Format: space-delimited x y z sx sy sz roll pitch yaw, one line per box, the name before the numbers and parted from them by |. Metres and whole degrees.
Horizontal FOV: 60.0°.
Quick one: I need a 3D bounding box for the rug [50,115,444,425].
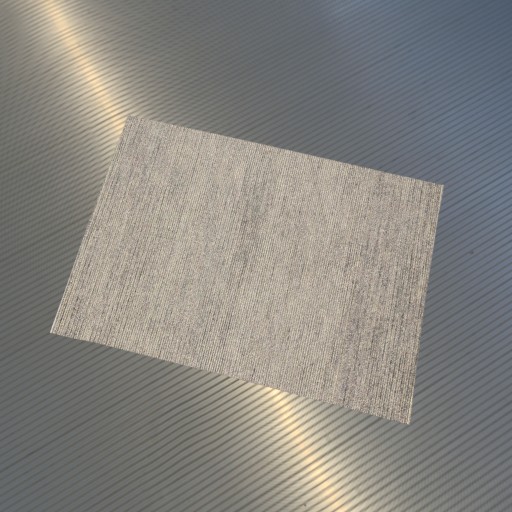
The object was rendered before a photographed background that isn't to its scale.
rug | 0.000 0.000 2.934 2.307 0.030 1.604 14 76 3
